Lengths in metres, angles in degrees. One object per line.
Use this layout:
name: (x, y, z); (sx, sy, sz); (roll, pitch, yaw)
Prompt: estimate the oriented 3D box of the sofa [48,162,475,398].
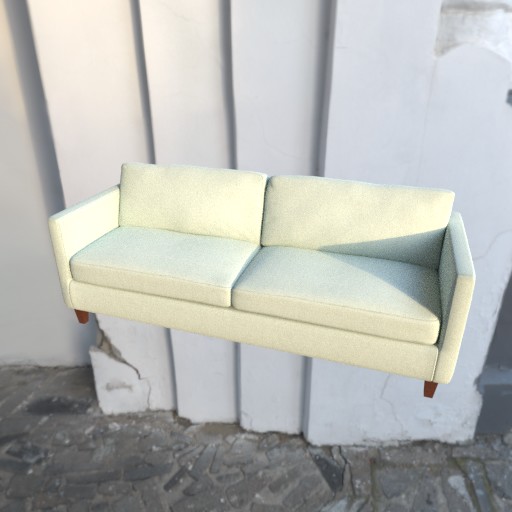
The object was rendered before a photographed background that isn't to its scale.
sofa: (0.000, 0.000, 2.858); (2.434, 0.965, 0.948); (8, 27, 16)
